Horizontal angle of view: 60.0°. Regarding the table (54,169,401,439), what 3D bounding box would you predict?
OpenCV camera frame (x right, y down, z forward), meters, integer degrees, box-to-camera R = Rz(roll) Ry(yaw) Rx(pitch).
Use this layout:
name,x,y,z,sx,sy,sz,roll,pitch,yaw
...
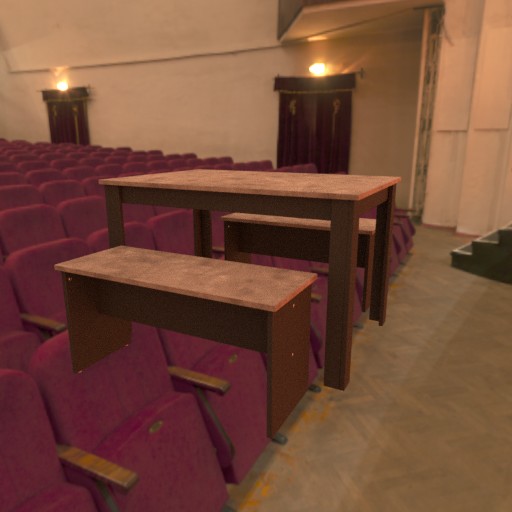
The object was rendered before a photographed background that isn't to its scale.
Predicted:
name,x,y,z,sx,sy,sz,roll,pitch,yaw
table,0.000,0.000,2.017,1.100,0.700,1.443,8,17,26
